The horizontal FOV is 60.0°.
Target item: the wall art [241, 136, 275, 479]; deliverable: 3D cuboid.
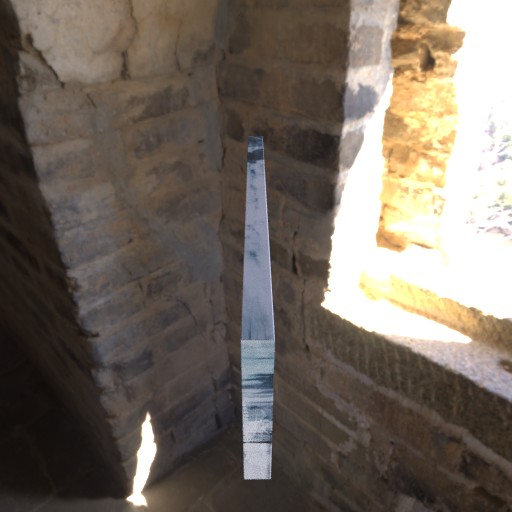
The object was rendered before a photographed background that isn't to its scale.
[{"bbox_3d":[0.000,0.000,0.863,0.037,0.251,0.759,0,31,0],"label":"wall art"}]
